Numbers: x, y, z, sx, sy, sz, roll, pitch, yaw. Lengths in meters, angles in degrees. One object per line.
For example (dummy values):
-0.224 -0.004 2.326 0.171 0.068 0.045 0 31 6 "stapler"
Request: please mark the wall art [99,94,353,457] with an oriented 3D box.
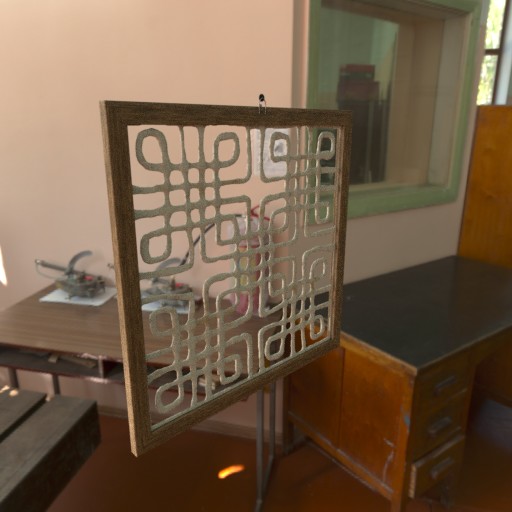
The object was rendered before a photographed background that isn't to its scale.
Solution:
0.000 0.000 0.845 0.561 0.582 0.021 -15 22 -41 "wall art"
